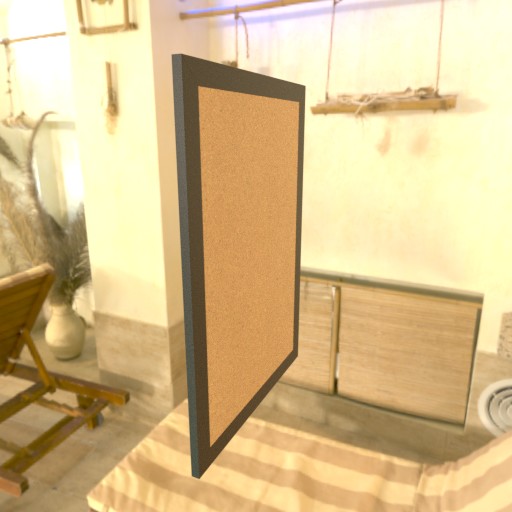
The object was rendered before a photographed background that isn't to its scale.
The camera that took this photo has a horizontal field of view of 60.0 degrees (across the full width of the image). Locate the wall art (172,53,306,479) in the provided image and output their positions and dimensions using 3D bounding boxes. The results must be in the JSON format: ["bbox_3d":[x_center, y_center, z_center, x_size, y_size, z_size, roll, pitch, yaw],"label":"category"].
[{"bbox_3d":[0.000,0.000,0.698,0.013,0.534,0.381,7,17,25],"label":"wall art"}]
